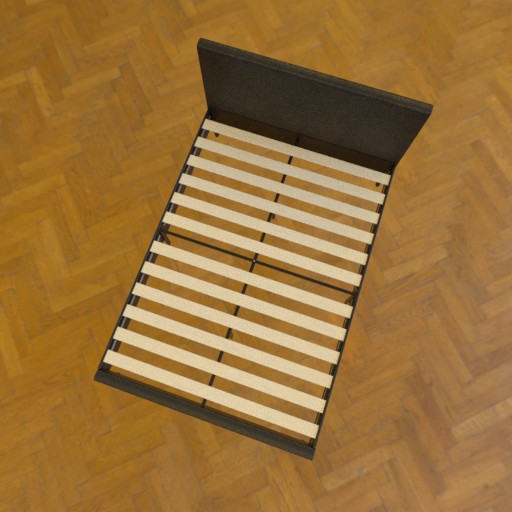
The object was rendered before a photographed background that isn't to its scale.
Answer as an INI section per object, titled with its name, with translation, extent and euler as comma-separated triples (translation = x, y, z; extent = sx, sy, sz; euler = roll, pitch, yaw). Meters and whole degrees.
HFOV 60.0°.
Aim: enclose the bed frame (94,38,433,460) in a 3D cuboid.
[bed frame]
translation = 0.000, 0.000, 2.892
extent = 1.469, 1.046, 2.152
euler = 18, 76, 5
